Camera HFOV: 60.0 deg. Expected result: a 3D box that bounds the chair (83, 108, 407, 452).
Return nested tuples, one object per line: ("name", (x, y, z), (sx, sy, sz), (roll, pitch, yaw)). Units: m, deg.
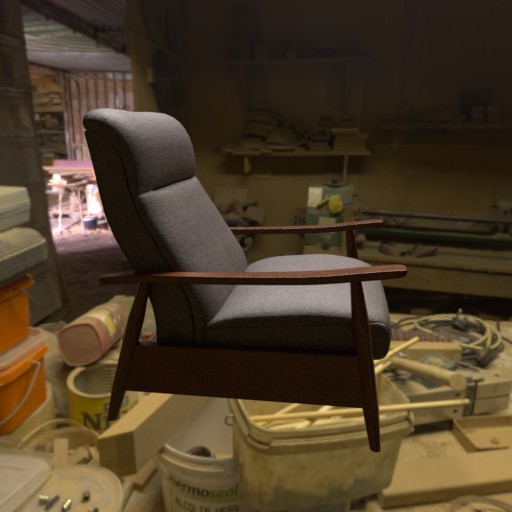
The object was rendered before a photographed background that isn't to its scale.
("chair", (0.000, 0.000, 1.725), (1.014, 1.081, 0.762), (3, 16, 10))
